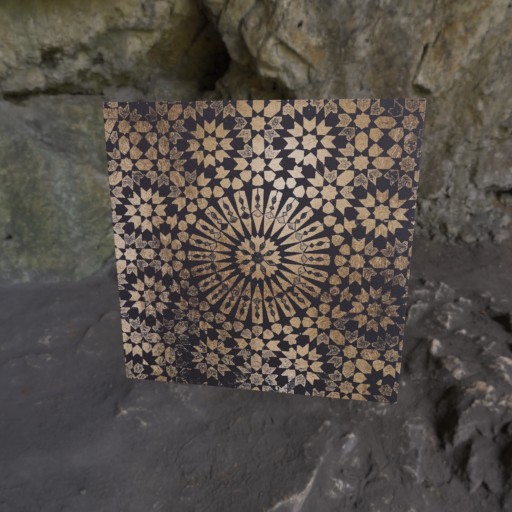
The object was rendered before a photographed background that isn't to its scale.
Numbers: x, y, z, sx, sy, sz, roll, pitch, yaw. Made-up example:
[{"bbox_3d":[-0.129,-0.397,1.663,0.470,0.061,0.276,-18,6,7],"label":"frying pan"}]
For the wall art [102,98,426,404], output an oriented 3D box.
[{"bbox_3d":[0.000,0.000,0.924,0.612,0.612,0.038,3,16,9],"label":"wall art"}]
